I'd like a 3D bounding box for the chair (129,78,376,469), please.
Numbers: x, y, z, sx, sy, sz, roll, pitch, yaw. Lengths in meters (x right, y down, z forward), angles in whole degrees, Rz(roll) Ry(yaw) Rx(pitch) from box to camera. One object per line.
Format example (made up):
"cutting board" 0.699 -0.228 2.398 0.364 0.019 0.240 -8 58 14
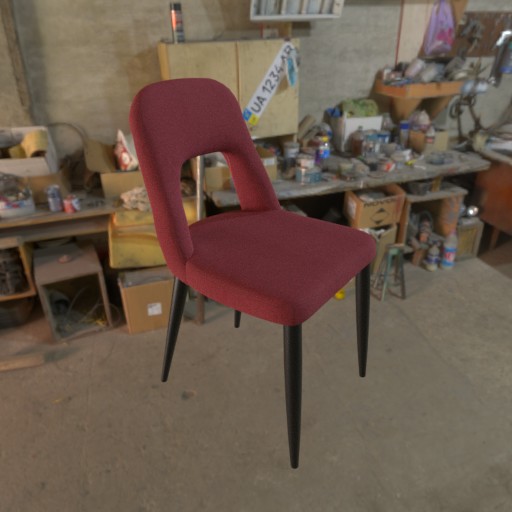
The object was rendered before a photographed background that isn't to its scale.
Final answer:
"chair" 0.000 0.000 1.234 0.569 0.892 0.483 18 32 32
